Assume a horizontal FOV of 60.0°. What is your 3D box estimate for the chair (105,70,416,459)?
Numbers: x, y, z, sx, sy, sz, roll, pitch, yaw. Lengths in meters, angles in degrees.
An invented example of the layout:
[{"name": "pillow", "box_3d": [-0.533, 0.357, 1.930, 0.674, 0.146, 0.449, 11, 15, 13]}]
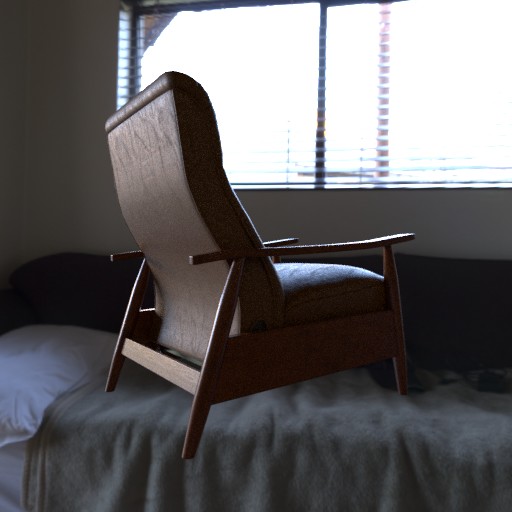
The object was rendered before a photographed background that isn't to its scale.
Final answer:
[{"name": "chair", "box_3d": [0.000, 0.000, 1.760, 1.014, 1.082, 0.762, 0, 0, -35]}]
